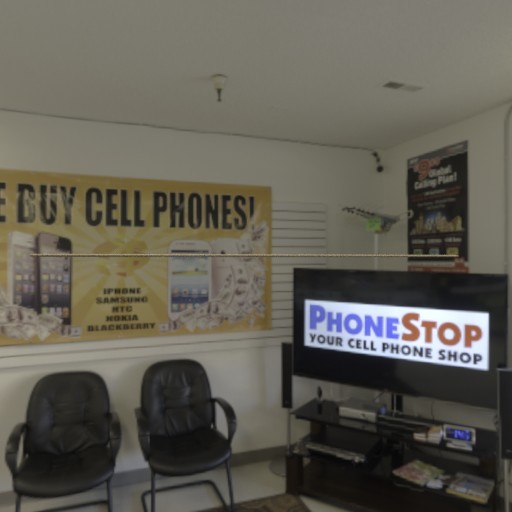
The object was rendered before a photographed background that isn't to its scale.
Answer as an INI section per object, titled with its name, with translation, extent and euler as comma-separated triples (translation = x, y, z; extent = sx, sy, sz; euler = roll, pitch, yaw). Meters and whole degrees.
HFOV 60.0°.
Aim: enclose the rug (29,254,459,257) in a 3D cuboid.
[rug]
translation = 0.000, 0.000, 2.780
extent = 2.448, 0.012, 0.769
euler = 0, 0, -18
